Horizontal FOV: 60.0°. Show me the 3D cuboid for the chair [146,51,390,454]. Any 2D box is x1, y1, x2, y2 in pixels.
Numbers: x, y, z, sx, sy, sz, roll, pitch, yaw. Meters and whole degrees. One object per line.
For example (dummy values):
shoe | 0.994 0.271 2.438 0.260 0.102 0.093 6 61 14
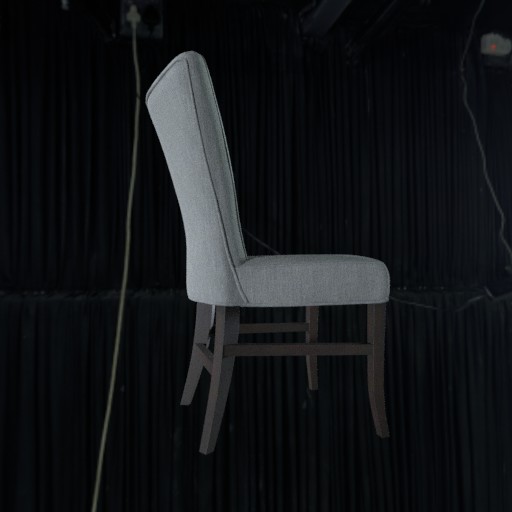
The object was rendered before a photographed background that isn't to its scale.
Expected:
chair | 0.000 0.000 1.363 0.660 0.991 0.520 0 -1 -17
